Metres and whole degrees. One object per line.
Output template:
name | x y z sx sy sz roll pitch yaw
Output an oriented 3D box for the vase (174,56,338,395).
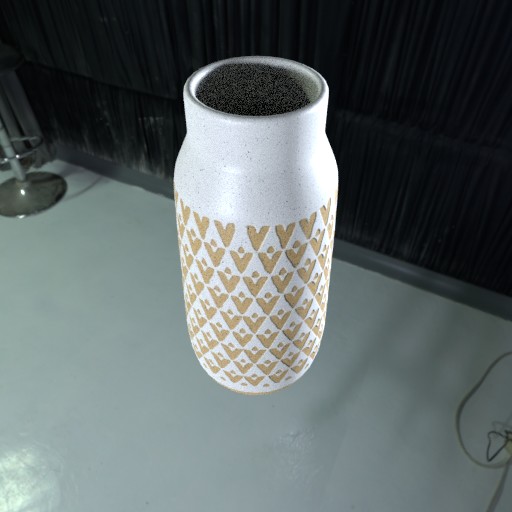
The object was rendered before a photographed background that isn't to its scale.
vase | 0.000 0.000 0.385 0.137 0.307 0.137 0 46 0
